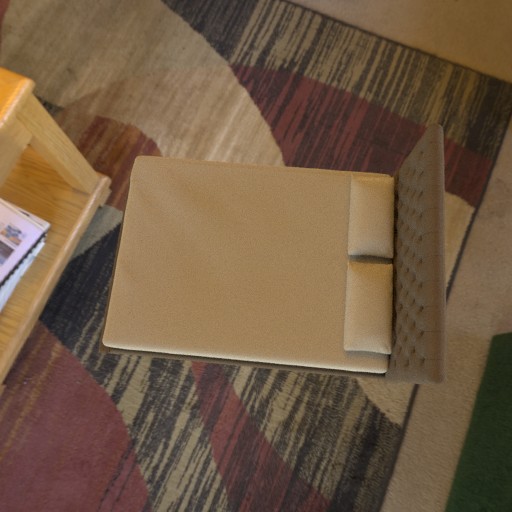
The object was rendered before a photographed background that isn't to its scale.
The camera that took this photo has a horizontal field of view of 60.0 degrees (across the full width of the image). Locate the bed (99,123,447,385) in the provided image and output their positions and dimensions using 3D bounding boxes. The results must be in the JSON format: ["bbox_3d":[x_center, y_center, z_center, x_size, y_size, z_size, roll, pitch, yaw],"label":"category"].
[{"bbox_3d":[0.000,0.000,3.445,2.387,1.427,1.698,5,75,1],"label":"bed"}]
